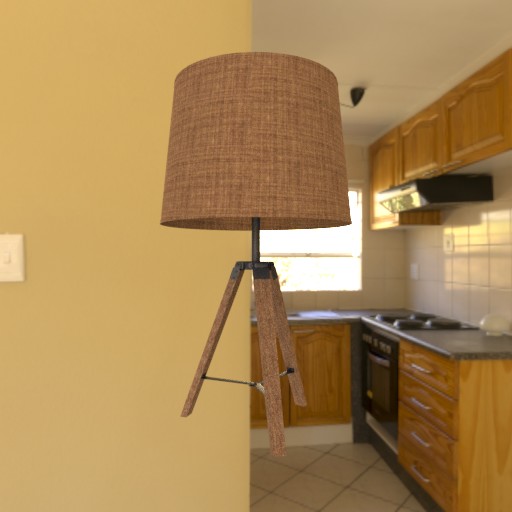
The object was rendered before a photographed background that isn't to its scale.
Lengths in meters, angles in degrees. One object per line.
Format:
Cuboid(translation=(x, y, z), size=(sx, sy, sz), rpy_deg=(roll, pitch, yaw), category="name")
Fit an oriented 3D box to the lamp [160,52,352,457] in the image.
Cuboid(translation=(0.000, 0.000, 0.682), size=(0.290, 0.514, 0.290), rpy_deg=(0, 0, 0), category="lamp")
